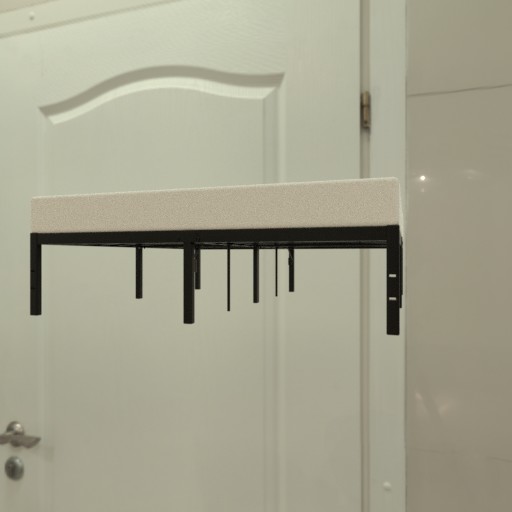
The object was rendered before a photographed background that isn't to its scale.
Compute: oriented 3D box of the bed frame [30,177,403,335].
[{"bbox_3d":[0.000,0.000,3.119,1.963,0.659,2.079,0,0,19],"label":"bed frame"}]
